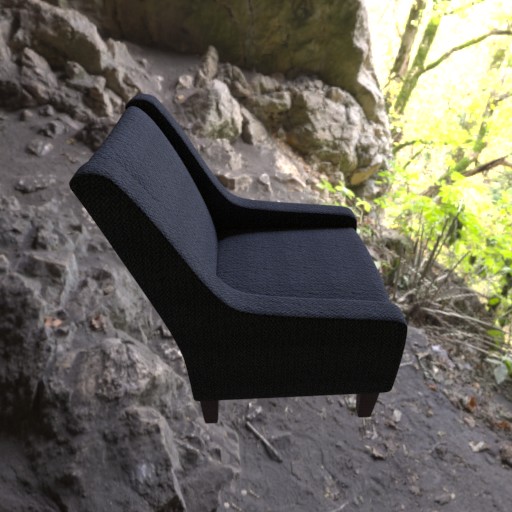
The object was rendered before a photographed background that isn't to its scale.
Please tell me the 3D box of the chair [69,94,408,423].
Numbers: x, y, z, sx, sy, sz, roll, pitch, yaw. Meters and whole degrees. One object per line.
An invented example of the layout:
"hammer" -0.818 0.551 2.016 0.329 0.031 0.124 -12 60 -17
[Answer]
"chair" 0.000 0.000 1.664 0.944 1.012 0.793 -1 34 -2
